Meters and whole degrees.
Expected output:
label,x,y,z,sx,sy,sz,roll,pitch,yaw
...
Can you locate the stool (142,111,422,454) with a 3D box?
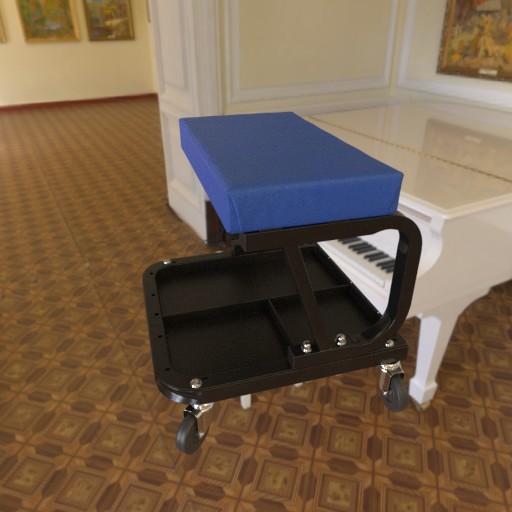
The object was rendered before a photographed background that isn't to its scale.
label,x,y,z,sx,sy,sz,roll,pitch,yaw
stool,0.000,0.000,0.723,0.371,0.380,0.446,-8,30,-14
